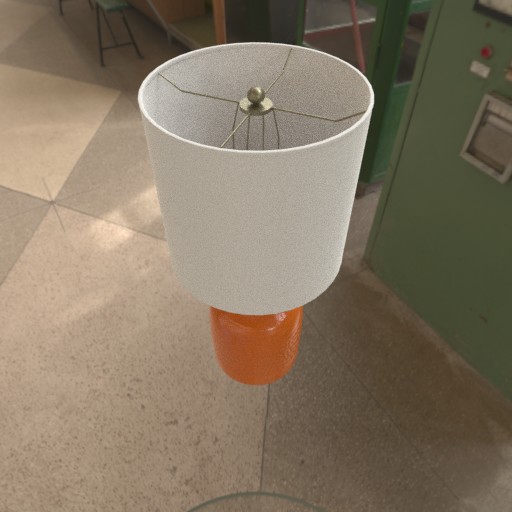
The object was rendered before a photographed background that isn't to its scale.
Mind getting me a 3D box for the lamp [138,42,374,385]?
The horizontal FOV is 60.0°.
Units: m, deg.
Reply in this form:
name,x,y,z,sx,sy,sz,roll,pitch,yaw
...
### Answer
name,x,y,z,sx,sy,sz,roll,pitch,yaw
lamp,0.000,0.000,1.108,0.418,0.871,0.418,-22,50,-20
